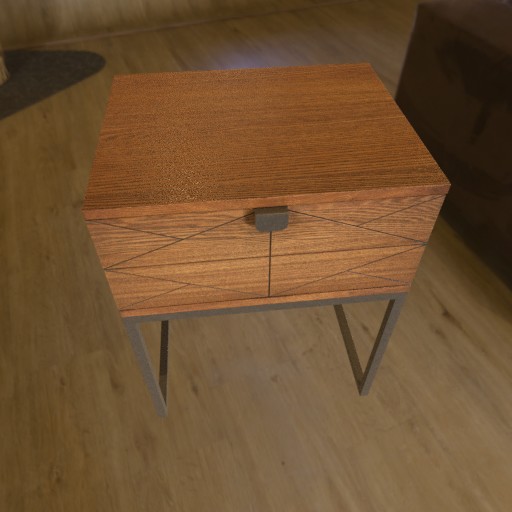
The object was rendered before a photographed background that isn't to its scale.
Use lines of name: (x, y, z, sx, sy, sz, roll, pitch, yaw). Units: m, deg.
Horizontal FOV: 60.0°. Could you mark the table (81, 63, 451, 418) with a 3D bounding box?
table: (0.000, 0.000, 0.921, 0.482, 0.610, 0.400, -5, 47, -4)
